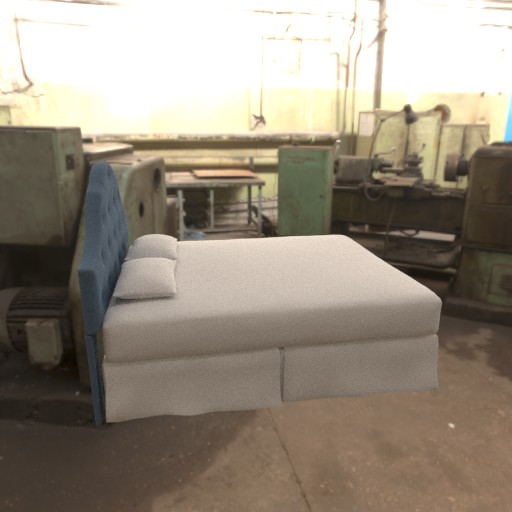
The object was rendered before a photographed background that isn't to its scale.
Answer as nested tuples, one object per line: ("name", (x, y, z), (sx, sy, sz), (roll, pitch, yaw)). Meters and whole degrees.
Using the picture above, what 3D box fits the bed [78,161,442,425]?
("bed", (0.000, 0.000, 3.793), (2.477, 1.617, 2.039), (-3, 17, -10))
